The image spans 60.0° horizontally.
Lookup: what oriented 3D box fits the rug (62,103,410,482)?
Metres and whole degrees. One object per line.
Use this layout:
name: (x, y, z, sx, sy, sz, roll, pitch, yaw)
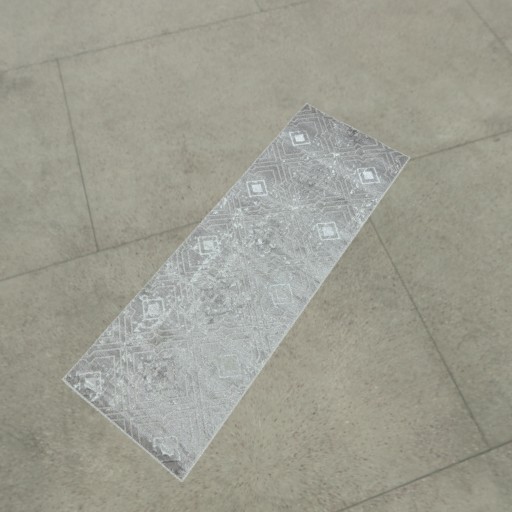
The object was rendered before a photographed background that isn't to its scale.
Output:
rug: (0.000, 0.000, 2.655, 0.832, 0.035, 2.381, 33, 69, 14)
